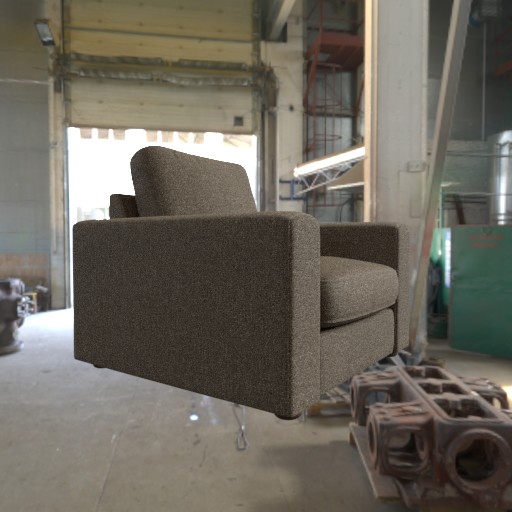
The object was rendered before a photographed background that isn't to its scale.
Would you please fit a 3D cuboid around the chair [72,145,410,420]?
[{"bbox_3d":[0.000,0.000,1.796,1.016,0.873,1.005,1,2,36],"label":"chair"}]
